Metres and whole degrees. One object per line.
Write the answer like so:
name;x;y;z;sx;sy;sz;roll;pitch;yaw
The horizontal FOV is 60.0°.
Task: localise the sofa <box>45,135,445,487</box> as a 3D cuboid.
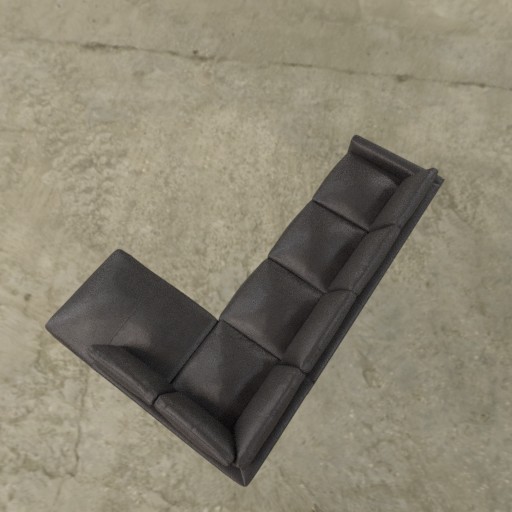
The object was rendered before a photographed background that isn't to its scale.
sofa;0.000;0.000;3.759;1.938;0.877;2.984;33;68;15
